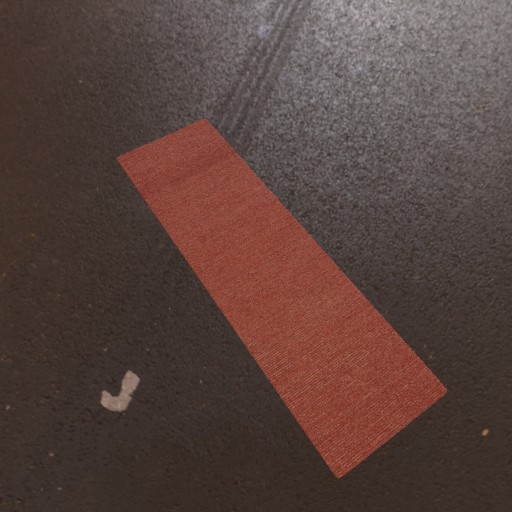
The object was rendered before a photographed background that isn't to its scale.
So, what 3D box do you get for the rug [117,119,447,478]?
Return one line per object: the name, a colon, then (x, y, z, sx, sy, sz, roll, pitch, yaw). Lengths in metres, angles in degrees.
rug: (0.000, 0.000, 2.538, 0.687, 0.012, 2.307, -30, 63, -17)
